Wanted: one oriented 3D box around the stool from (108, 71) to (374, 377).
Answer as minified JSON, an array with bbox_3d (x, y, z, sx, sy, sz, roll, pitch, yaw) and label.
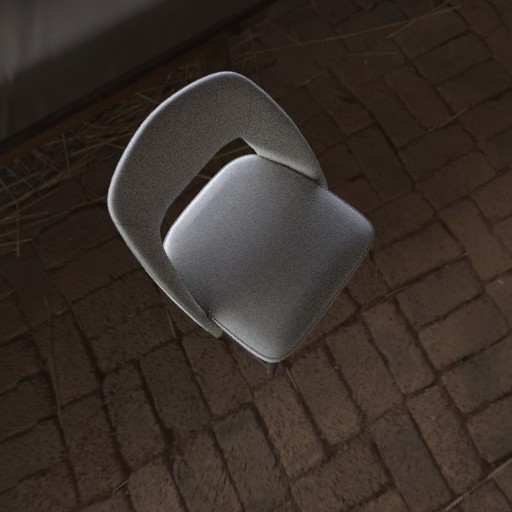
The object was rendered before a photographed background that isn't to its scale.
[{"bbox_3d":[0.000,0.000,1.251,0.509,0.940,0.494,37,78,9],"label":"stool"}]
